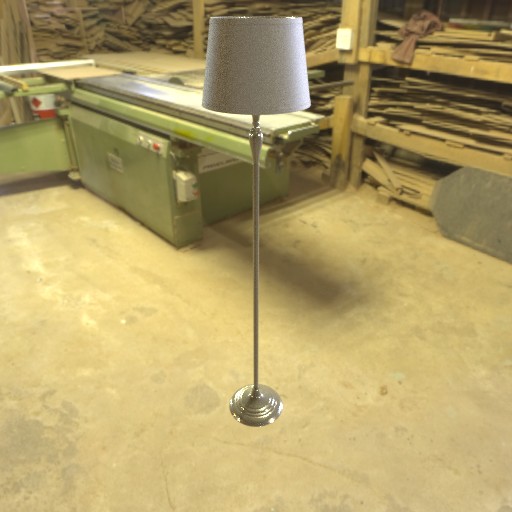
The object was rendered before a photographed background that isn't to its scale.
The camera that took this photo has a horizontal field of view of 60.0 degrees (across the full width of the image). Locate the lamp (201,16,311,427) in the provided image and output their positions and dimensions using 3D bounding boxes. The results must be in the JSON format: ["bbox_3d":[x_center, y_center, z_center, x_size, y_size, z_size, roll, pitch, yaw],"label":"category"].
[{"bbox_3d":[0.000,0.000,1.588,0.327,1.506,0.327,-20,35,-31],"label":"lamp"}]
